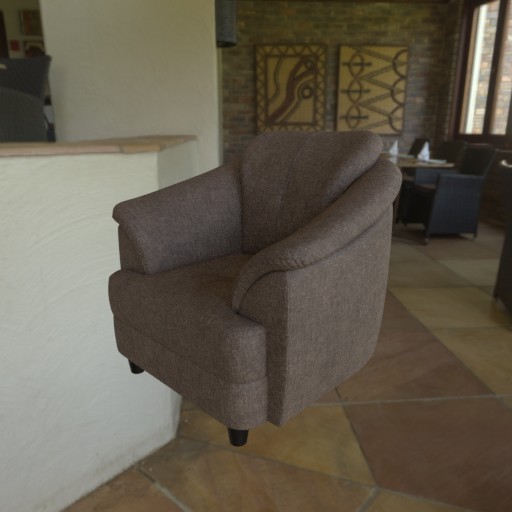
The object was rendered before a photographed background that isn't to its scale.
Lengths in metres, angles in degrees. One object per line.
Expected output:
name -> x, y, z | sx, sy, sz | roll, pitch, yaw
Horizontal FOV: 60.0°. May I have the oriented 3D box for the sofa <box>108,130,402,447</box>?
sofa -> 0.000, 0.000, 1.491 | 0.870, 0.811, 0.794 | 15, 22, 43
